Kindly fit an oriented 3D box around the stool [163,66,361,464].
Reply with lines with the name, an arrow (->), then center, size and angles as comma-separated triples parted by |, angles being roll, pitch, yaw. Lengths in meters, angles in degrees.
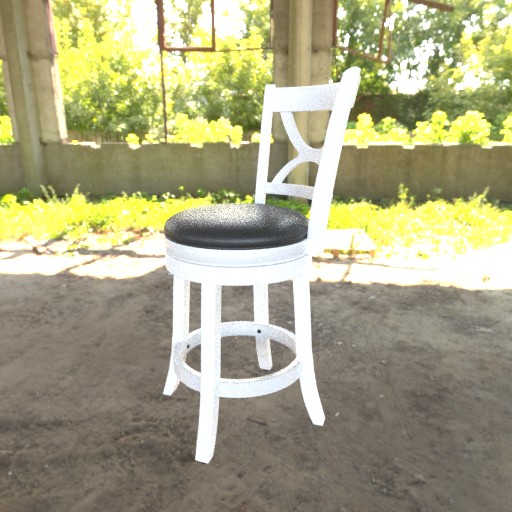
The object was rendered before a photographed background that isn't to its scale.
stool -> 0.000, 0.000, 1.247 | 0.508, 0.953, 0.444 | -7, 17, -25
